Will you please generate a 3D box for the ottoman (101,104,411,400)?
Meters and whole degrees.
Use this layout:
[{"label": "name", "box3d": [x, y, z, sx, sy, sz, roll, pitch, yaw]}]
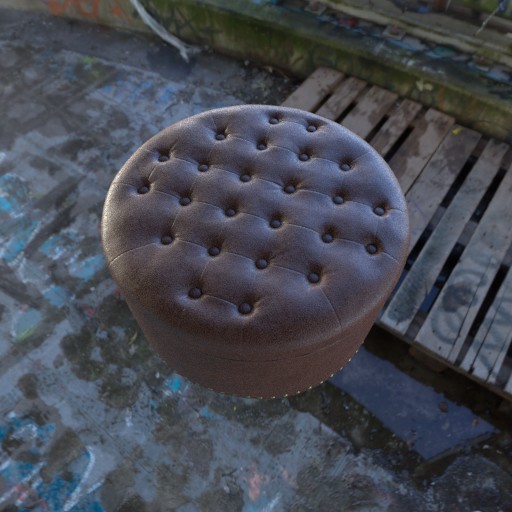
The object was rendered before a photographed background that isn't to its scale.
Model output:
[{"label": "ottoman", "box3d": [0.000, 0.000, 1.082, 0.637, 0.442, 0.637, 0, 57, 0]}]
